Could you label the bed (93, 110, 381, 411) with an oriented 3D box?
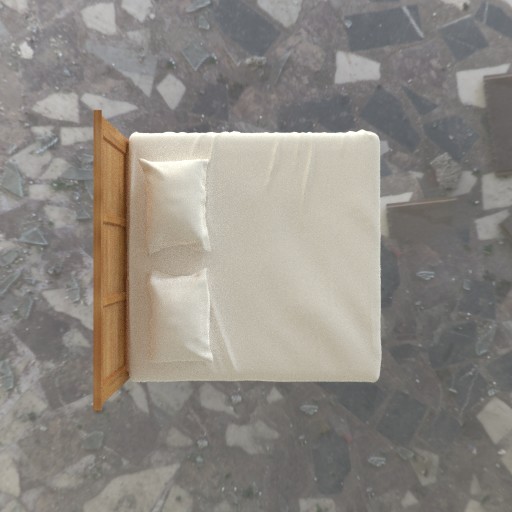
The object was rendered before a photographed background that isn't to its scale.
[{"bbox_3d":[0.000,0.000,3.570,2.215,1.270,2.317,0,90,0],"label":"bed"}]
